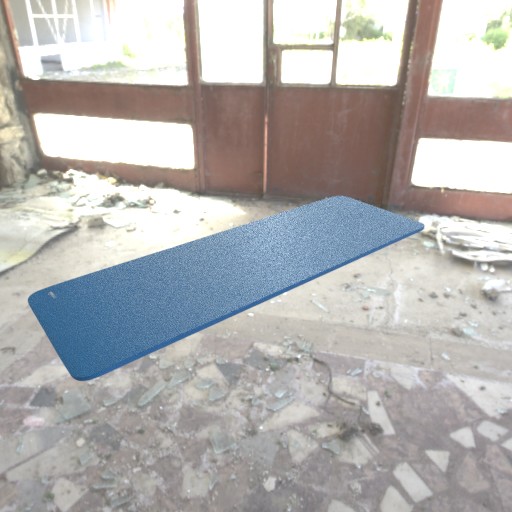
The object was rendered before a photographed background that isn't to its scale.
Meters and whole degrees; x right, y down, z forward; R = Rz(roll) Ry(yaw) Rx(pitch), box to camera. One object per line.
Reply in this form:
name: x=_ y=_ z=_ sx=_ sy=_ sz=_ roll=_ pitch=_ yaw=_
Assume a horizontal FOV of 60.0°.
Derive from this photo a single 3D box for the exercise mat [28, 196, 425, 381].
exercise mat: x=0.000 y=0.000 z=2.055 sx=1.869 sy=0.021 sz=0.616 roll=-20 pitch=34 yaw=-34
